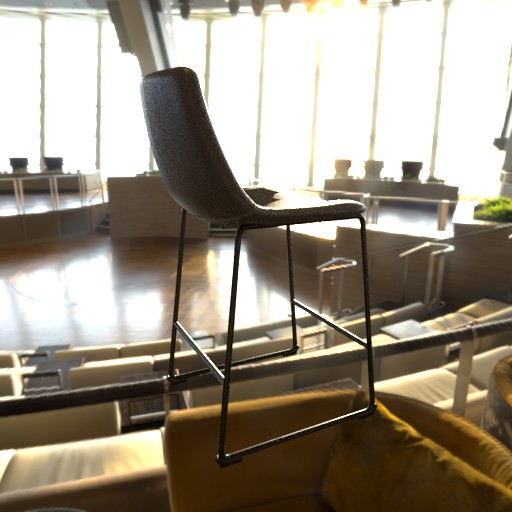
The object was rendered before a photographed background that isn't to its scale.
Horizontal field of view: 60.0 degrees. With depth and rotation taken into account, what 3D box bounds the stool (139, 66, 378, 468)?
[{"bbox_3d":[0.000,0.000,1.182,0.546,0.876,0.470,-7,17,-26],"label":"stool"}]
